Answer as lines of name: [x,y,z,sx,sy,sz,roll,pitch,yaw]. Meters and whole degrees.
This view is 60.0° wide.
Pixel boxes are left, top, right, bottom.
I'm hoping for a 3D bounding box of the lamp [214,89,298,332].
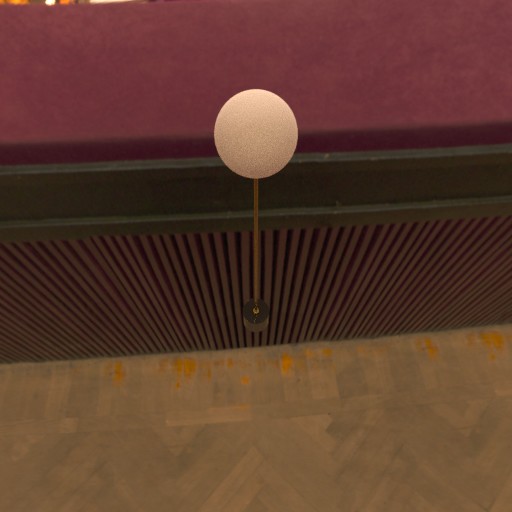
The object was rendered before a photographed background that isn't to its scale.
lamp: [0.000,0.000,1.894,0.229,1.748,0.229,-2,64,-1]
